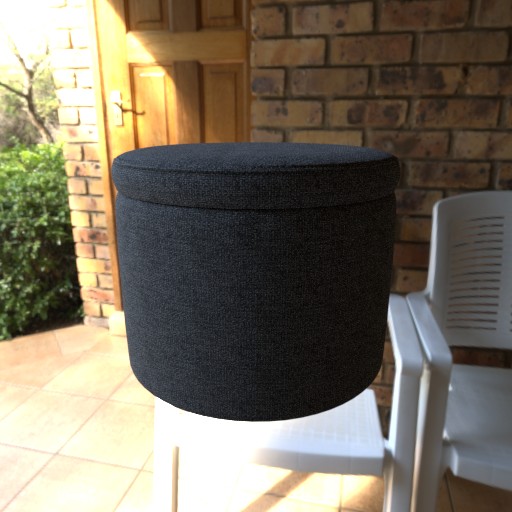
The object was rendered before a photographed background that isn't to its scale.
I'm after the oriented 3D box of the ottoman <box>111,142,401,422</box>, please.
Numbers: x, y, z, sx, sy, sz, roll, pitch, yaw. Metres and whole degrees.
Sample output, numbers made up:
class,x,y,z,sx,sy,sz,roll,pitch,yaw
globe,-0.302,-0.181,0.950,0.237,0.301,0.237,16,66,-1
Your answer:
class,x,y,z,sx,sy,sz,roll,pitch,yaw
ottoman,0.000,0.000,0.881,0.520,0.430,0.520,0,17,0
